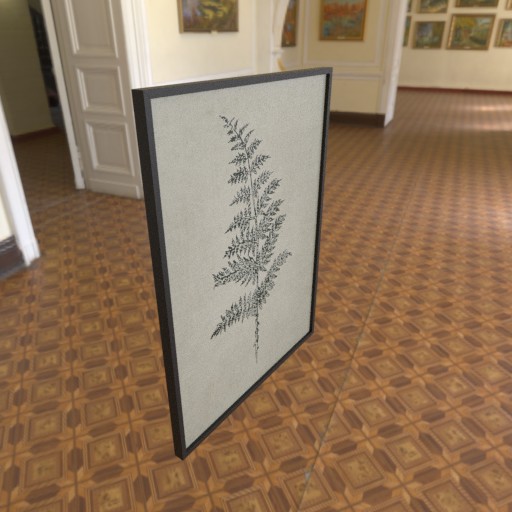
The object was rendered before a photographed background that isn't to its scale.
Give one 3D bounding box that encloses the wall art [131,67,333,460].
[{"bbox_3d":[0.000,0.000,1.414,0.036,1.070,0.802,18,32,32],"label":"wall art"}]
